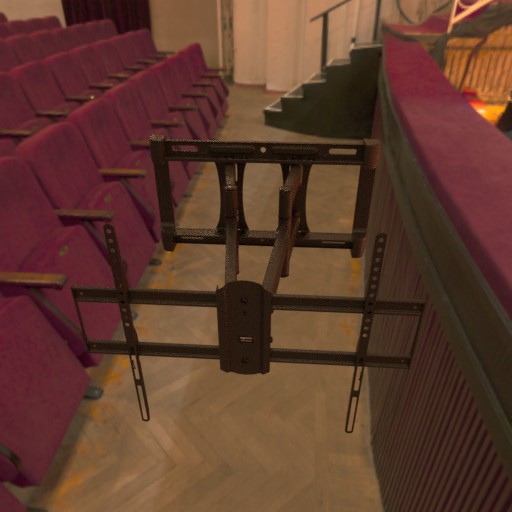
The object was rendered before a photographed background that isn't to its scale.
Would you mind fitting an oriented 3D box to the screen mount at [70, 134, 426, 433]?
[{"bbox_3d":[0.000,0.000,1.115,0.661,0.491,0.644,2,31,3],"label":"screen mount"}]
